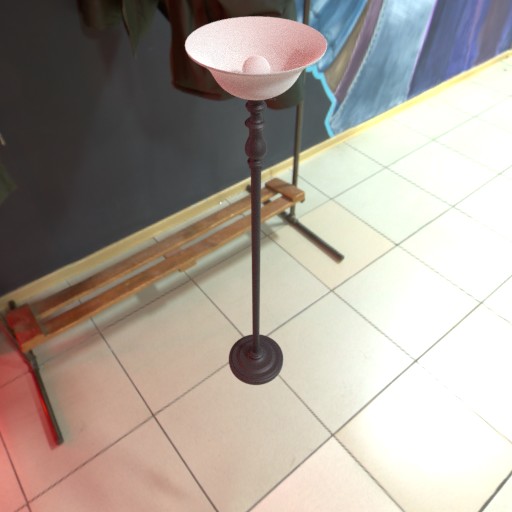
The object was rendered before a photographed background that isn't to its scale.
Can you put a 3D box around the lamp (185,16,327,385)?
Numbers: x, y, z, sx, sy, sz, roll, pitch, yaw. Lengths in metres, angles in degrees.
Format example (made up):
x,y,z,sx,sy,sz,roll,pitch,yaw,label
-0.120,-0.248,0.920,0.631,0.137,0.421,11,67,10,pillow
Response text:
x,y,z,sx,sy,sz,roll,pitch,yaw,label
0.000,0.000,1.926,0.405,1.797,0.405,-4,47,-4,lamp
